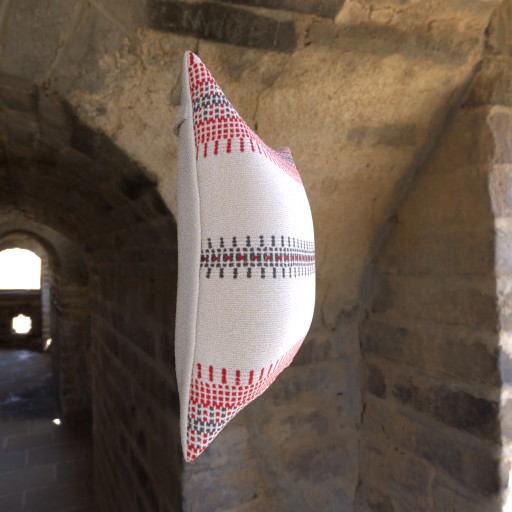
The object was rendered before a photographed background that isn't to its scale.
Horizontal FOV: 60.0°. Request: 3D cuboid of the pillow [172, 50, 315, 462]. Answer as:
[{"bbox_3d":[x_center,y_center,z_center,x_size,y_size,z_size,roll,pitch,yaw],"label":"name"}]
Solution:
[{"bbox_3d":[0.000,0.000,0.704,0.160,0.454,0.463,0,0,18],"label":"pillow"}]
